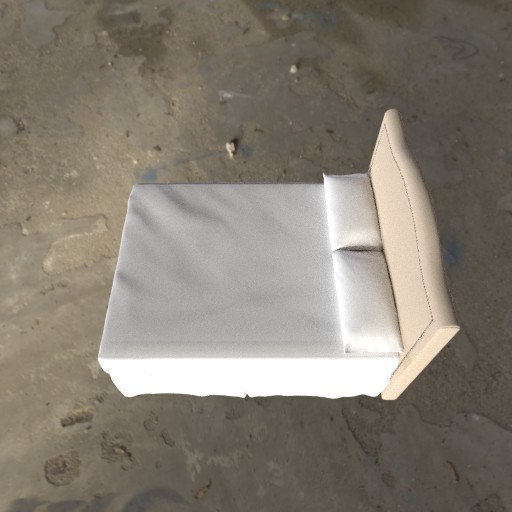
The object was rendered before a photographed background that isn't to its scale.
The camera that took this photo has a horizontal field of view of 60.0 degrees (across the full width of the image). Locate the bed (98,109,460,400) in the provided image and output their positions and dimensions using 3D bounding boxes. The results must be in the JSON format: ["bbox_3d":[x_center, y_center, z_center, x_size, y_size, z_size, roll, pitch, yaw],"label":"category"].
[{"bbox_3d":[0.000,0.000,3.287,2.143,1.460,1.753,0,56,0],"label":"bed"}]
